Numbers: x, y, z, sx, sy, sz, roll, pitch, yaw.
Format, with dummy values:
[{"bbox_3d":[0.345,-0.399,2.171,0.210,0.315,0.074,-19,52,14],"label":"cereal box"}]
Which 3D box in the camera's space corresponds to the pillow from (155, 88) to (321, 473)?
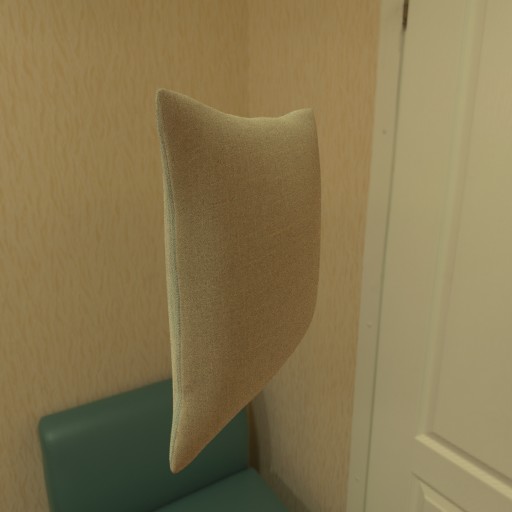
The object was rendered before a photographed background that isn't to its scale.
[{"bbox_3d":[0.000,0.000,0.767,0.178,0.506,0.512,8,17,25],"label":"pillow"}]
